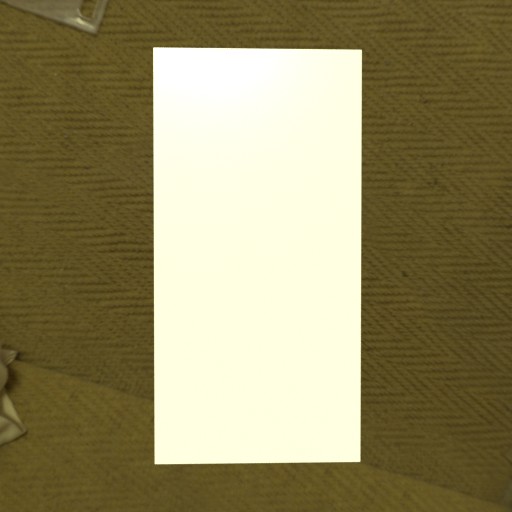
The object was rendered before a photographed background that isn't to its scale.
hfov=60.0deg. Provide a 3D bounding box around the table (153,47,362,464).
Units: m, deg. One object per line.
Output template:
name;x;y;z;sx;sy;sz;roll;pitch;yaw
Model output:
table;0.000;0.000;2.318;0.900;0.790;1.800;0;91;-1
